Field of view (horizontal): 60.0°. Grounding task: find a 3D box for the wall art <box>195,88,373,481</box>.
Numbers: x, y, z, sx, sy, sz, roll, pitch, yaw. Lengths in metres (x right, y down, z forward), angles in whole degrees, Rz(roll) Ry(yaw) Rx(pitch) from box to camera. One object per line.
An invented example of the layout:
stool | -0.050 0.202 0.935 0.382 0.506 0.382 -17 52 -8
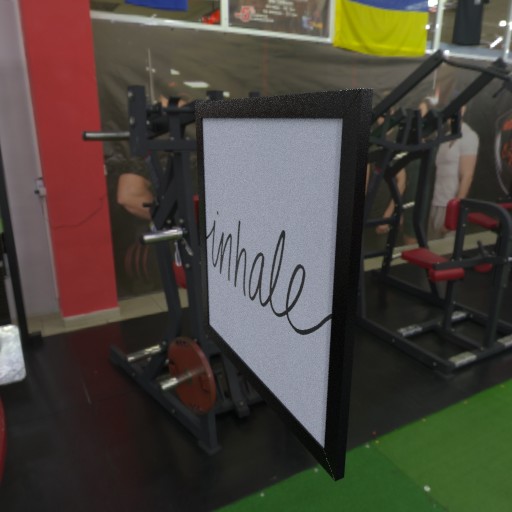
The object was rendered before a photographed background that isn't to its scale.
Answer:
wall art | 0.000 0.000 0.660 0.014 0.445 0.446 -9 19 -26
